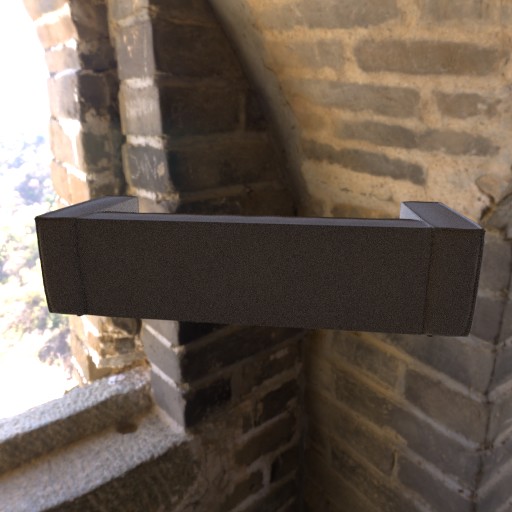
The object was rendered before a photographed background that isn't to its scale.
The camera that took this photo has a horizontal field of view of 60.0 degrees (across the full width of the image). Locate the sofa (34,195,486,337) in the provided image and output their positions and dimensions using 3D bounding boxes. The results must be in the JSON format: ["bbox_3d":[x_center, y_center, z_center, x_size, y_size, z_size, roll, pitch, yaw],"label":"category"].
[{"bbox_3d":[0.000,0.000,3.104,2.697,0.680,1.038,2,16,8],"label":"sofa"}]
